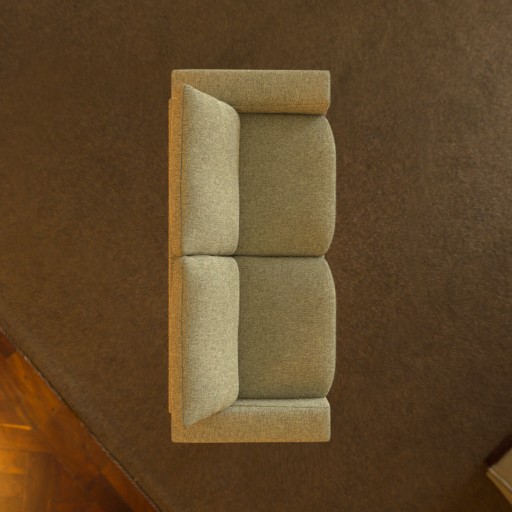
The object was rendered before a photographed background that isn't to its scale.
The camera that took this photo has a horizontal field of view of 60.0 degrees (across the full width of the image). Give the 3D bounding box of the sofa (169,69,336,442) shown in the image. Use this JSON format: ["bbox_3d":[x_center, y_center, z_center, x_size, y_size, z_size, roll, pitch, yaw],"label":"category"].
[{"bbox_3d":[0.000,0.000,2.830,1.040,0.922,2.299,0,90,-1],"label":"sofa"}]
